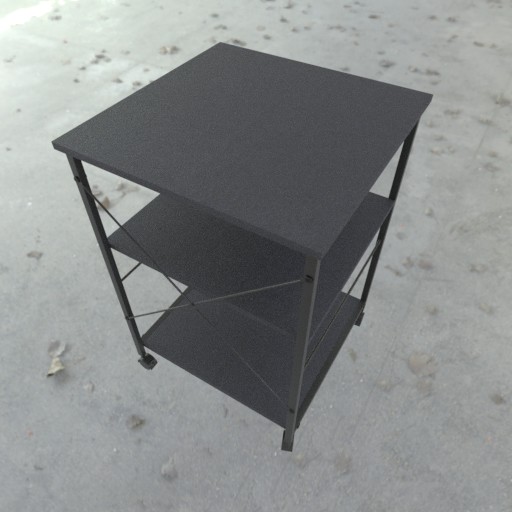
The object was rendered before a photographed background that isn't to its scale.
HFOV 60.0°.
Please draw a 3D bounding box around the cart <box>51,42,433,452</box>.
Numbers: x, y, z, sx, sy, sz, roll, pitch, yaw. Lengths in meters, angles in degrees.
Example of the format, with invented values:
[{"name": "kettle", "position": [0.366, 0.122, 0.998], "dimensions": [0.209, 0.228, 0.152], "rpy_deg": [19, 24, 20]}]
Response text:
[{"name": "cart", "position": [0.000, 0.000, 1.109], "dimensions": [0.521, 0.762, 0.520], "rpy_deg": [24, 51, 21]}]
